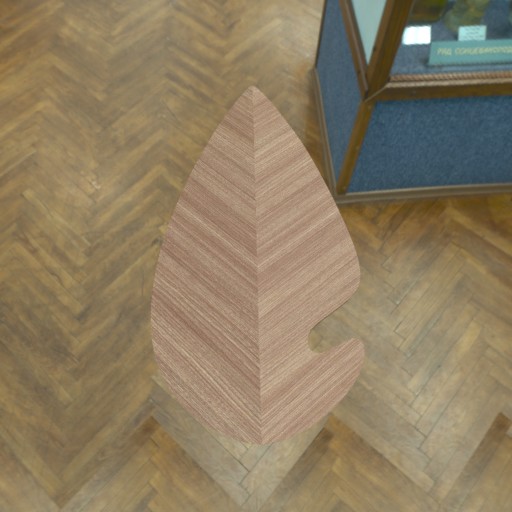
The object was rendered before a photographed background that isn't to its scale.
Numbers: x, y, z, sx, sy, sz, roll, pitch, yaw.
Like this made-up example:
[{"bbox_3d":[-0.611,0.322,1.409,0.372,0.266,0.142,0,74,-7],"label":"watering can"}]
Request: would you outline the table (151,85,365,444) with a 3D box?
[{"bbox_3d":[0.000,0.000,1.508,0.598,0.360,1.199,-1,64,-1],"label":"table"}]
